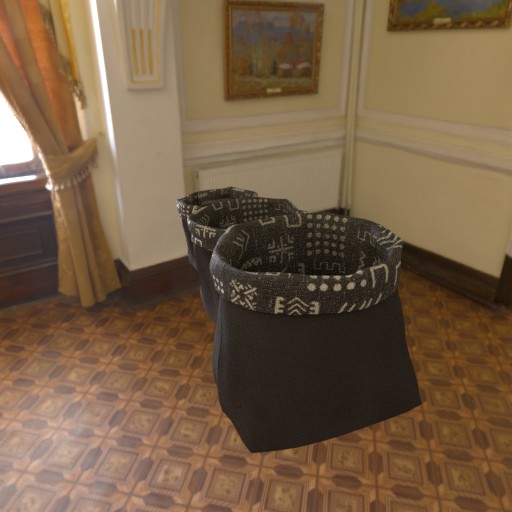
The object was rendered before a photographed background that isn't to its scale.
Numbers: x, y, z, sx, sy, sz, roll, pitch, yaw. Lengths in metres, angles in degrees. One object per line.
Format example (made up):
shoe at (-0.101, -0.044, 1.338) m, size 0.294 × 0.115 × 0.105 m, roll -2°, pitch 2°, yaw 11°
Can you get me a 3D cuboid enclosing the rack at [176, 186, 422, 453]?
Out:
rack at (0.000, 0.000, 1.109) m, size 0.379 × 0.323 × 0.905 m, roll -9°, pitch 27°, yaw -18°
